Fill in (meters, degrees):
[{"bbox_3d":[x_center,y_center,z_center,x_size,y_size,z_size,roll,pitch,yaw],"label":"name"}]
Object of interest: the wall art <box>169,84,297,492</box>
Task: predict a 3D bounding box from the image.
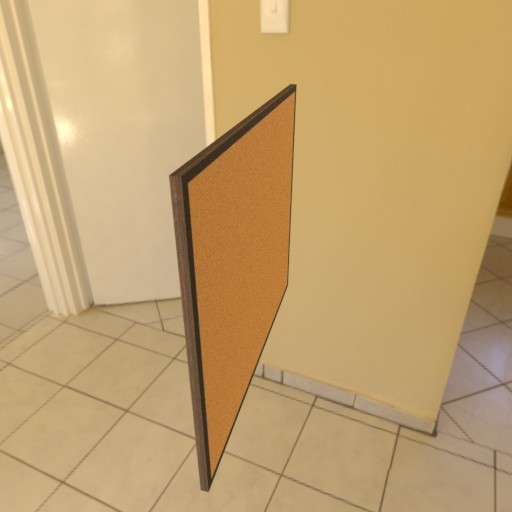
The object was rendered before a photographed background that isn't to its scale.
[{"bbox_3d":[0.000,0.000,1.398,0.023,0.875,1.033,8,30,13],"label":"wall art"}]
